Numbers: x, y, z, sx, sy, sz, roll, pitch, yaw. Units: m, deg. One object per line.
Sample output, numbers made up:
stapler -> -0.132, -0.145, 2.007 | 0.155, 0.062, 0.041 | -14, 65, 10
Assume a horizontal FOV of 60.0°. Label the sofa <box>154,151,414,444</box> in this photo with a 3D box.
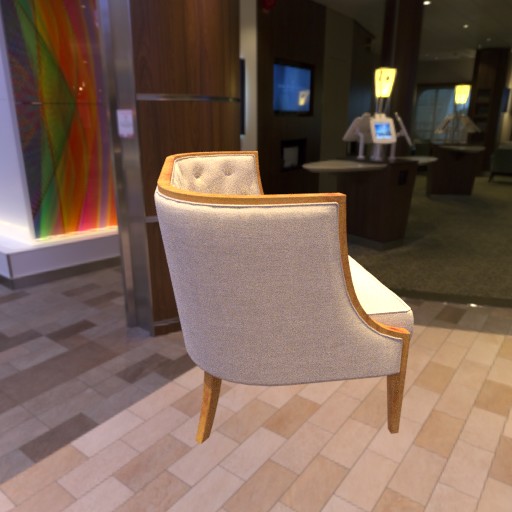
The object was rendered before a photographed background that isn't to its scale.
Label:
sofa -> 0.000, 0.000, 1.928 | 0.770, 0.775, 1.474 | -3, 18, -9
